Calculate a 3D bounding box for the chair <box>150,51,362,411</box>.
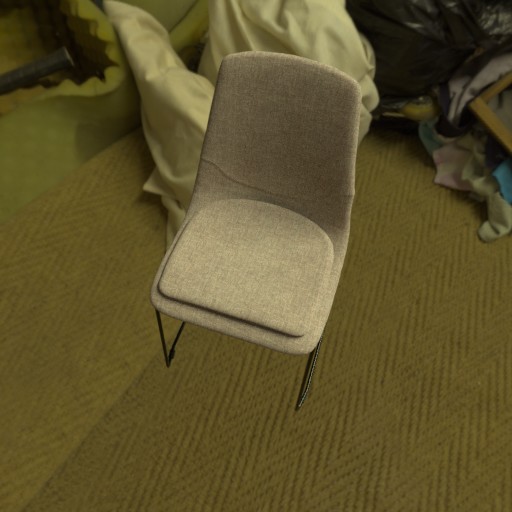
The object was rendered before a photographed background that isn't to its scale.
[{"bbox_3d":[0.000,0.000,1.183,0.479,0.858,0.518,16,60,10],"label":"chair"}]
